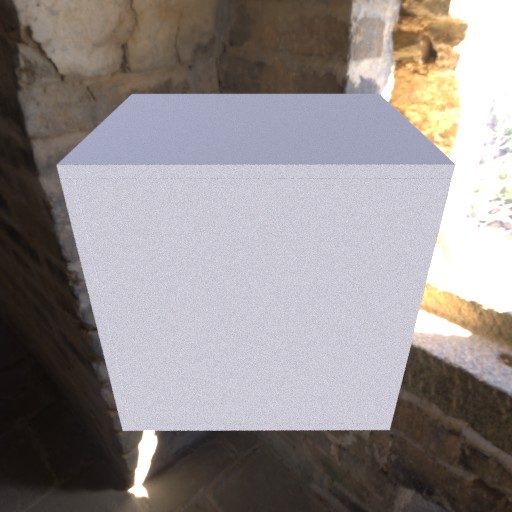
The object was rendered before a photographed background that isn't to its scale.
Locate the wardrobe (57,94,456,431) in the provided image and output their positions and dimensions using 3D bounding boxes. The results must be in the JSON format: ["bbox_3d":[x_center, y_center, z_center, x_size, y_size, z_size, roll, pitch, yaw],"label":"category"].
[{"bbox_3d":[0.000,0.000,0.861,0.500,0.520,0.400,0,32,0],"label":"wardrobe"}]
